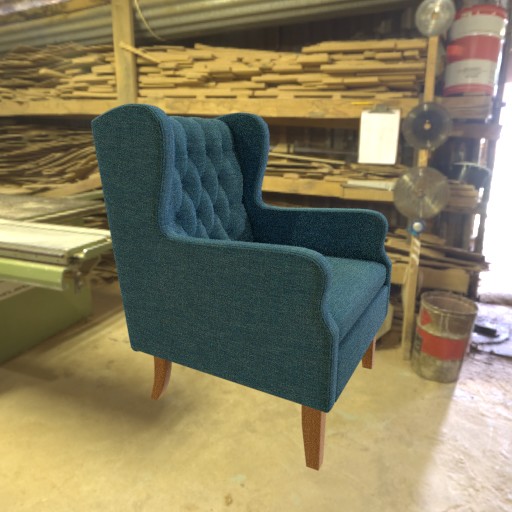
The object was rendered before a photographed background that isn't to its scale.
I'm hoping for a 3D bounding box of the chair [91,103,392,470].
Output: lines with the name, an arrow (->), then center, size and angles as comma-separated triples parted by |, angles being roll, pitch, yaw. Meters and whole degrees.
chair -> 0.000, 0.000, 1.492 | 0.775, 0.952, 0.711 | 8, 17, 26
